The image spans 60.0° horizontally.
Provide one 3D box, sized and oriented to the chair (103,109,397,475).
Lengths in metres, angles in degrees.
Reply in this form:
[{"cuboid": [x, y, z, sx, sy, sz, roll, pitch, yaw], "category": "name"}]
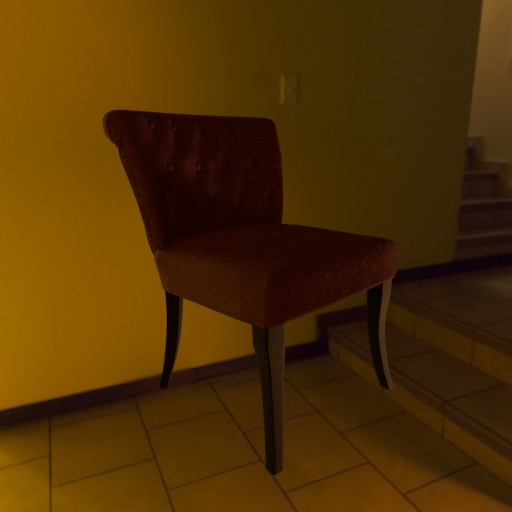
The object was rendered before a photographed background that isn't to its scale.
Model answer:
[{"cuboid": [0.000, 0.000, 1.195, 0.582, 0.750, 0.605, -14, 20, -43], "category": "chair"}]
